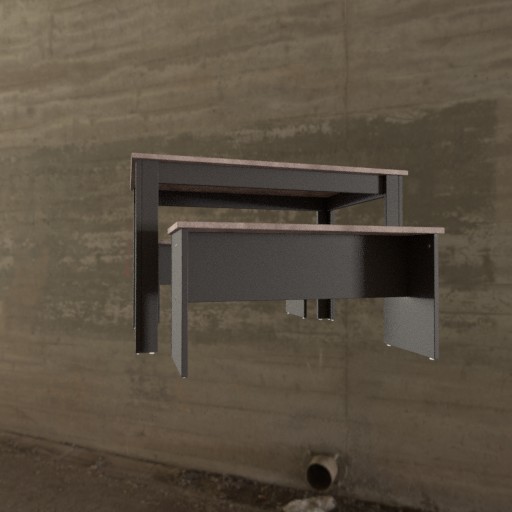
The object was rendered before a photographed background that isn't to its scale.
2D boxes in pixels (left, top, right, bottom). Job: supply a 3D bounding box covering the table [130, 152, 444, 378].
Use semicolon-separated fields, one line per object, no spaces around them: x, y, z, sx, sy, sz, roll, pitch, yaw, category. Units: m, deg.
0.000;0.000;2.018;1.100;0.700;1.443;0;-1;-16;table
